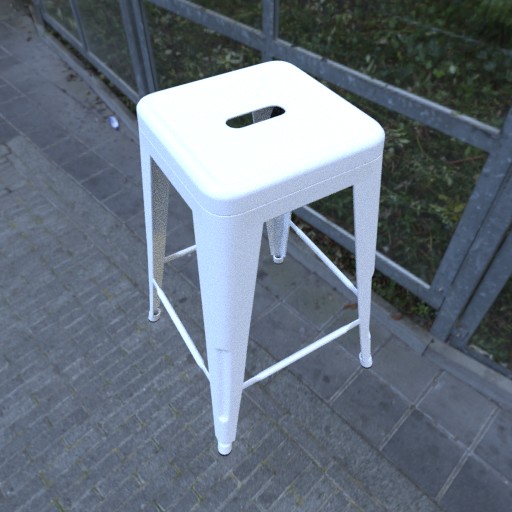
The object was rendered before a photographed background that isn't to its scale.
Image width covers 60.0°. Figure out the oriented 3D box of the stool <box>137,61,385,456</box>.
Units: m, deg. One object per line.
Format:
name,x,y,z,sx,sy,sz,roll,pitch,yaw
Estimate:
stool,0.000,0.000,0.861,0.406,0.610,0.406,-24,52,-20
